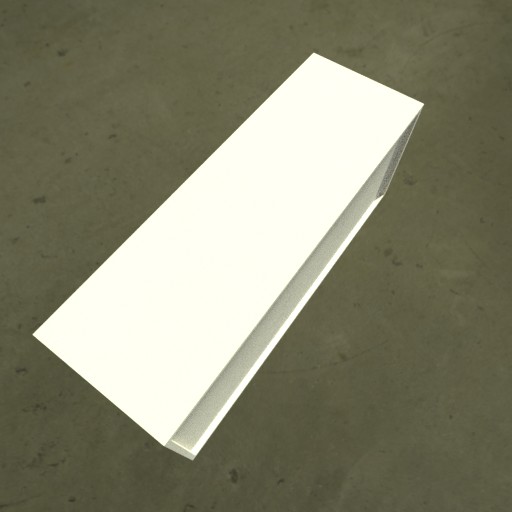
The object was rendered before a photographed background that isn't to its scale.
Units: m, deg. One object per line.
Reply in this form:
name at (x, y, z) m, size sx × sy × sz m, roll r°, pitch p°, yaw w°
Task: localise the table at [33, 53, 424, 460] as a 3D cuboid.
table at (0.000, 0.000, 1.829) m, size 0.508 × 0.769 × 1.500 m, roll 33°, pitch 67°, yaw 16°
